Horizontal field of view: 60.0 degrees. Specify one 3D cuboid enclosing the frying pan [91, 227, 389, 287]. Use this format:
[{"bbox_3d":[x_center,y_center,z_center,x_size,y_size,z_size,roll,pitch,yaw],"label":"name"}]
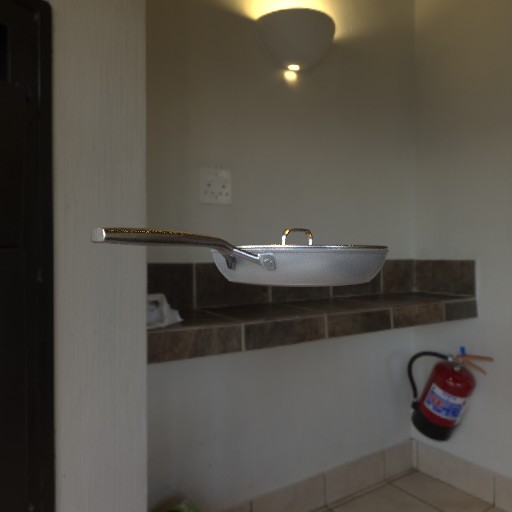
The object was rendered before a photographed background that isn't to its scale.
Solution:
[{"bbox_3d":[0.000,0.000,0.607,0.272,0.086,0.490,0,0,37],"label":"frying pan"}]
